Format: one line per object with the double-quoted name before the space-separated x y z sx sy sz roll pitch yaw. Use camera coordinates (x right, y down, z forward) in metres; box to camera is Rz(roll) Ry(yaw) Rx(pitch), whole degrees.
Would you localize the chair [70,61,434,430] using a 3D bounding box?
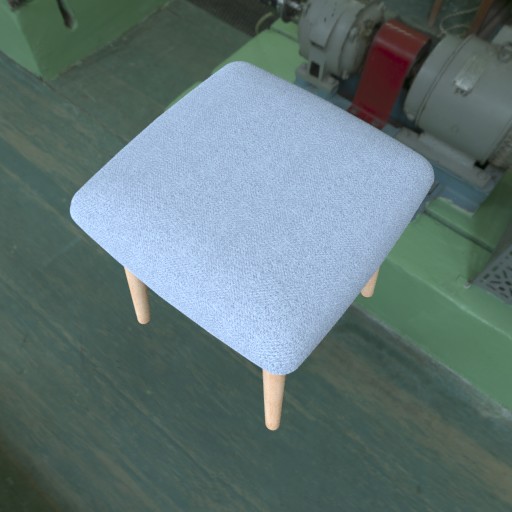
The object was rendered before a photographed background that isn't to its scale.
"chair" 0.000 0.000 0.704 0.350 0.440 0.350 35 68 17
